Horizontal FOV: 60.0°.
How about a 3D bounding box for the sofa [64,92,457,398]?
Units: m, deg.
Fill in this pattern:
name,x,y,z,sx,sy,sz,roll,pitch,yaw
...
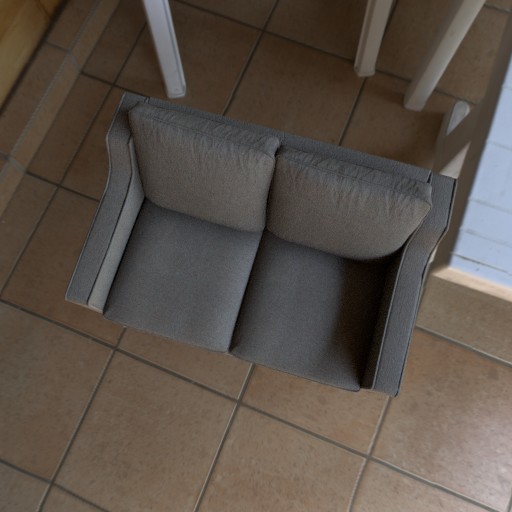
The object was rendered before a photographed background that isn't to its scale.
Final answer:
name,x,y,z,sx,sy,sz,roll,pitch,yaw
sofa,0.000,0.000,2.138,1.503,0.981,0.985,16,77,4
